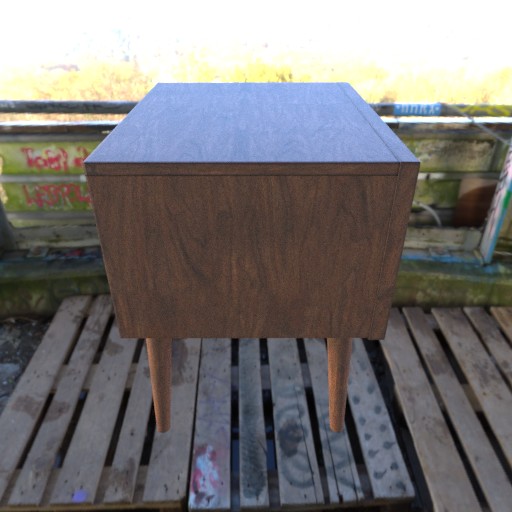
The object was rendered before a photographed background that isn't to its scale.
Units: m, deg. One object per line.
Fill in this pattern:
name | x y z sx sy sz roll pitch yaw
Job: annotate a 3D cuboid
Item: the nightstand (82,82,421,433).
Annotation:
nightstand | 0.000 0.000 0.947 0.445 0.607 0.521 0 32 0
